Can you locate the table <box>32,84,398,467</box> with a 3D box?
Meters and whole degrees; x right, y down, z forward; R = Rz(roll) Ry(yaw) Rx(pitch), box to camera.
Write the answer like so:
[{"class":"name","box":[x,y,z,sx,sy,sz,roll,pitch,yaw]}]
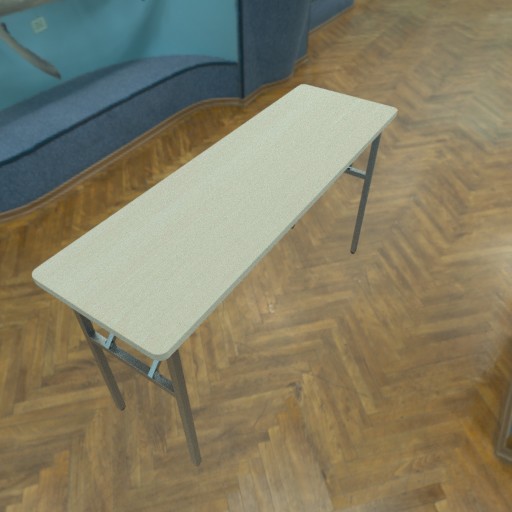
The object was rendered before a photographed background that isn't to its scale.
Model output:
[{"class":"table","box":[0.000,0.000,1.695,0.446,0.750,1.397,25,49,24]}]
